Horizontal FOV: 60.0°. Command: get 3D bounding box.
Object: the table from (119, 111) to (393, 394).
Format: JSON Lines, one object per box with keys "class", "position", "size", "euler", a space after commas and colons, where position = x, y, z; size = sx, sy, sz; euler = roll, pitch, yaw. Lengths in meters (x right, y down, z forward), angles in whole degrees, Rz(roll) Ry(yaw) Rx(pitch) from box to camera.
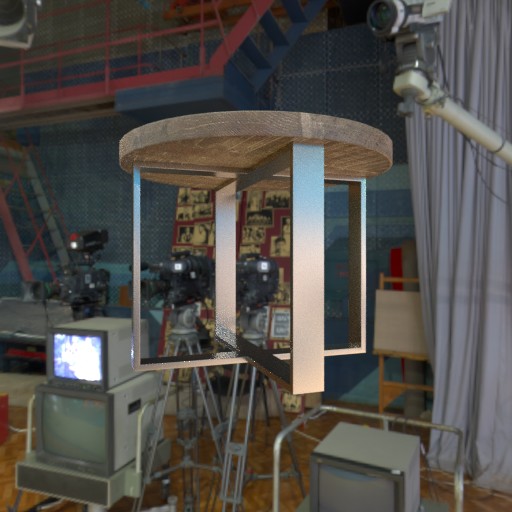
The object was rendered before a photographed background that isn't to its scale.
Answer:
{"class": "table", "position": [0.000, 0.000, 0.946], "size": [0.557, 0.437, 0.557], "euler": [0, 0, 0]}
